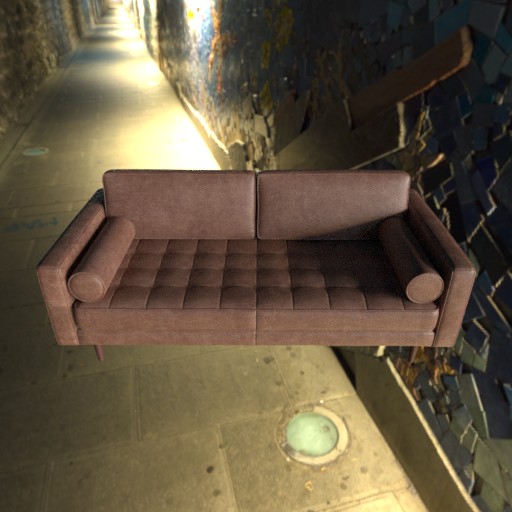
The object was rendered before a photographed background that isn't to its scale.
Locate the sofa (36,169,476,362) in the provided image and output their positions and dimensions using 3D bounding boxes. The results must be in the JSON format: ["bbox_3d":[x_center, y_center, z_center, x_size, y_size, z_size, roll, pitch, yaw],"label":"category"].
[{"bbox_3d":[0.000,0.000,2.305,1.870,0.760,0.910,0,31,0],"label":"sofa"}]
